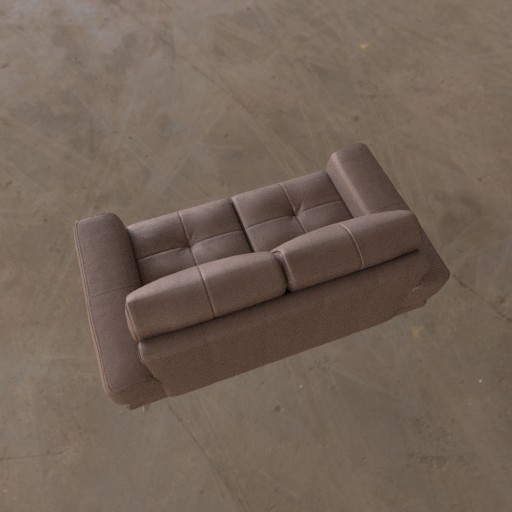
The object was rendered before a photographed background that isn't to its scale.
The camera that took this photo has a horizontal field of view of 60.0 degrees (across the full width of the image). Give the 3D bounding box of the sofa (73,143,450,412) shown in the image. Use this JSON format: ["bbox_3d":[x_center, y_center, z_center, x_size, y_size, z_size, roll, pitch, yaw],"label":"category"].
[{"bbox_3d":[0.000,0.000,2.400,1.806,0.907,1.018,-17,60,-10],"label":"sofa"}]
